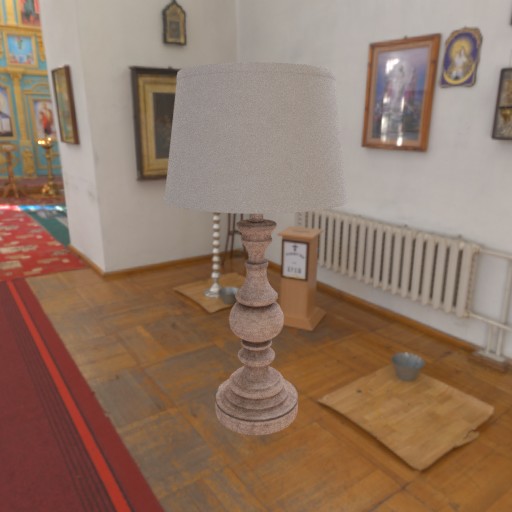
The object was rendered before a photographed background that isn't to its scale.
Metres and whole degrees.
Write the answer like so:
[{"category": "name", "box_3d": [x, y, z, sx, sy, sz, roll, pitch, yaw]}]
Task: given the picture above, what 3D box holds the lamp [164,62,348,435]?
[{"category": "lamp", "box_3d": [0.000, 0.000, 0.860, 0.340, 0.678, 0.340, 0, 15, 0]}]
